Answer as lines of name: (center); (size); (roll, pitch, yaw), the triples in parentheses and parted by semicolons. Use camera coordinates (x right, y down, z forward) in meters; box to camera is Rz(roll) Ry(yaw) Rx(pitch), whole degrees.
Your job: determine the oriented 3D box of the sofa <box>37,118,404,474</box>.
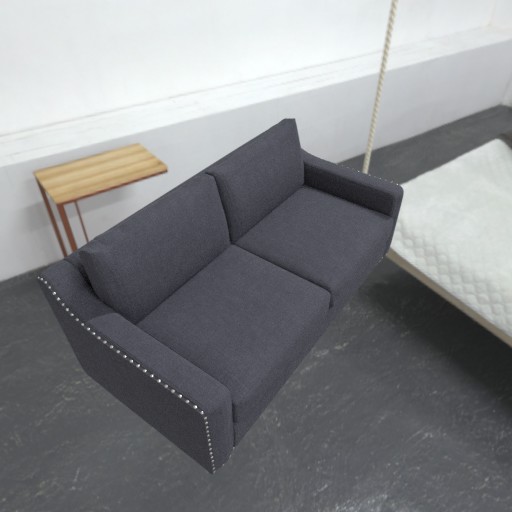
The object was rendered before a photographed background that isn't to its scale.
sofa: (0.000, 0.000, 3.321); (1.336, 1.196, 2.550); (26, 47, 26)
